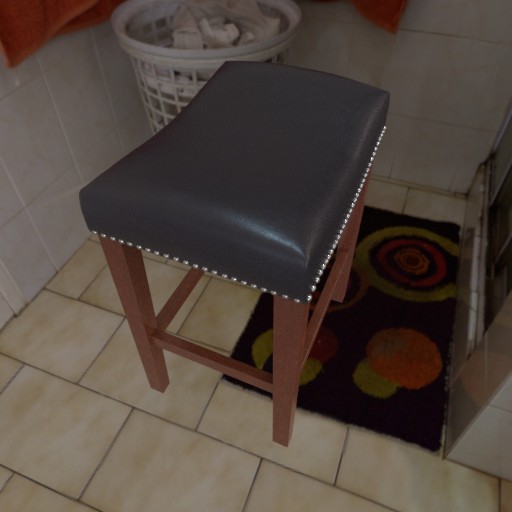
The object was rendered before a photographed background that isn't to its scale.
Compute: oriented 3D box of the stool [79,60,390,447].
[{"bbox_3d":[0.000,0.000,0.968,0.372,0.654,0.504,18,49,16],"label":"stool"}]
